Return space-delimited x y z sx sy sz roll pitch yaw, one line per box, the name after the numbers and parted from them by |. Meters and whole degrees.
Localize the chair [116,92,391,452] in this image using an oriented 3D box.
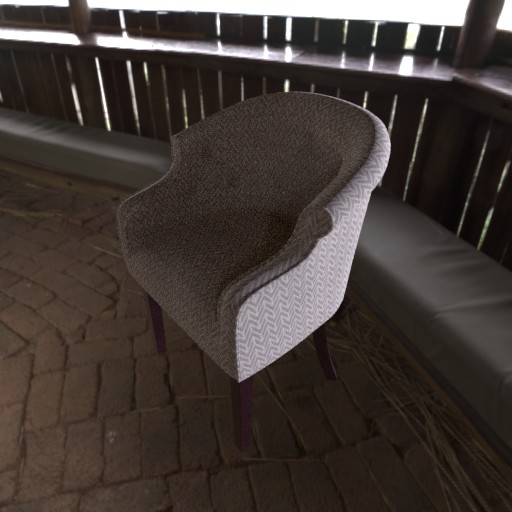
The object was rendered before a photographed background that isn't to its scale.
0.000 0.000 1.340 0.613 0.858 0.686 -23 39 -32 | chair
